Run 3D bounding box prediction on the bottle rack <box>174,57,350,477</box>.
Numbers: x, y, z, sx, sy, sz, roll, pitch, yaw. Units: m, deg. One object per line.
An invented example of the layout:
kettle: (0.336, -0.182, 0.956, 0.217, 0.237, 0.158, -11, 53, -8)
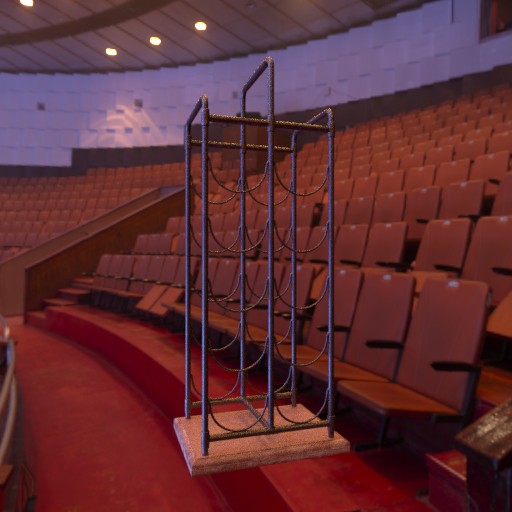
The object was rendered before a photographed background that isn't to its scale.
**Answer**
bottle rack: (0.000, 0.000, 0.822, 0.276, 0.680, 0.208, 0, 0, -18)
